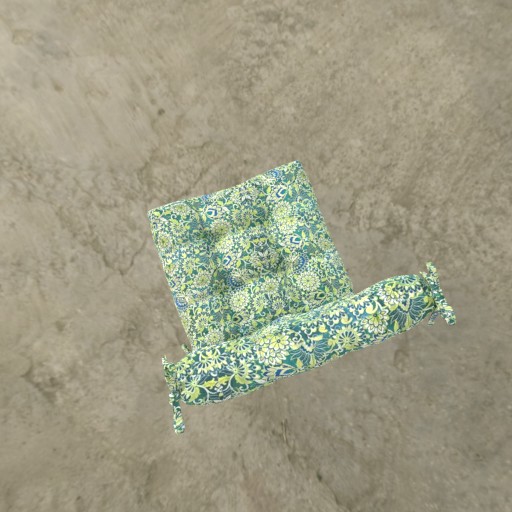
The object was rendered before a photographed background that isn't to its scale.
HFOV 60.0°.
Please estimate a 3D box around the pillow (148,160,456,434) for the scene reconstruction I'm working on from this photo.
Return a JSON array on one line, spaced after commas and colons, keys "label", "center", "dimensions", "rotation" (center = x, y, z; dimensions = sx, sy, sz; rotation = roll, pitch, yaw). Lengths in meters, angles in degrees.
[{"label": "pillow", "center": [0.000, 0.000, 1.022], "dimensions": [0.519, 0.605, 0.571], "rotation": [-20, 77, -5]}]
